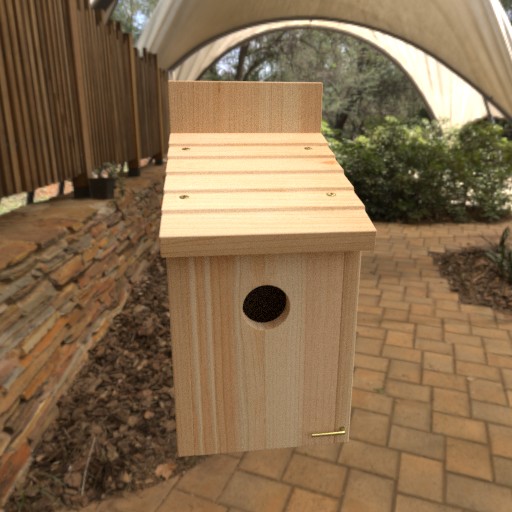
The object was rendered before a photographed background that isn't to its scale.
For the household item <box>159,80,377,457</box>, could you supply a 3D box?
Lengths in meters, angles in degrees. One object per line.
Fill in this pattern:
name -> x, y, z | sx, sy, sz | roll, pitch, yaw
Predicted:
household item -> 0.000, 0.000, 0.390 | 0.149, 0.300, 0.171 | -2, 16, -7
